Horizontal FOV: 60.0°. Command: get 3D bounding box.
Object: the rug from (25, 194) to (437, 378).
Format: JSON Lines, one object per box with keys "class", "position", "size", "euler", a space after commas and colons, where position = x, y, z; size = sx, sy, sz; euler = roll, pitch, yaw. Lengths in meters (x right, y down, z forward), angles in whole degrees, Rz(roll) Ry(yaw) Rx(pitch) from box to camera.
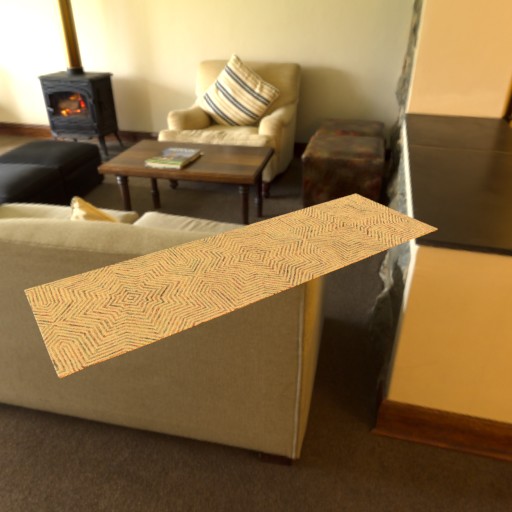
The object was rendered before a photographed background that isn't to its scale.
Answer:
{"class": "rug", "position": [0.000, 0.000, 2.663], "size": [2.443, 0.009, 0.771], "euler": [-19, 35, -29]}
